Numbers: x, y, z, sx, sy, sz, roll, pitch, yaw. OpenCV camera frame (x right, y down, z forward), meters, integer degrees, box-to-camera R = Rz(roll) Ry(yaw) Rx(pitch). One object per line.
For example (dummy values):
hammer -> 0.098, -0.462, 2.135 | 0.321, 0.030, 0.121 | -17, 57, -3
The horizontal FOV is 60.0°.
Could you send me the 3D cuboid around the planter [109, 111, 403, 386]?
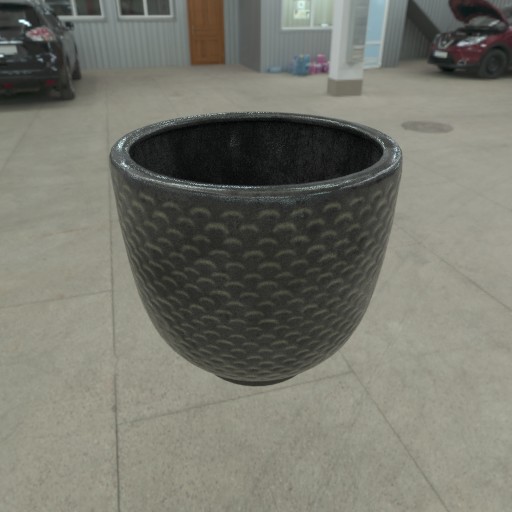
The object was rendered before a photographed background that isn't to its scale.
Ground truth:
planter -> 0.000, 0.000, 0.306 | 0.172, 0.160, 0.172 | 0, 30, 0
